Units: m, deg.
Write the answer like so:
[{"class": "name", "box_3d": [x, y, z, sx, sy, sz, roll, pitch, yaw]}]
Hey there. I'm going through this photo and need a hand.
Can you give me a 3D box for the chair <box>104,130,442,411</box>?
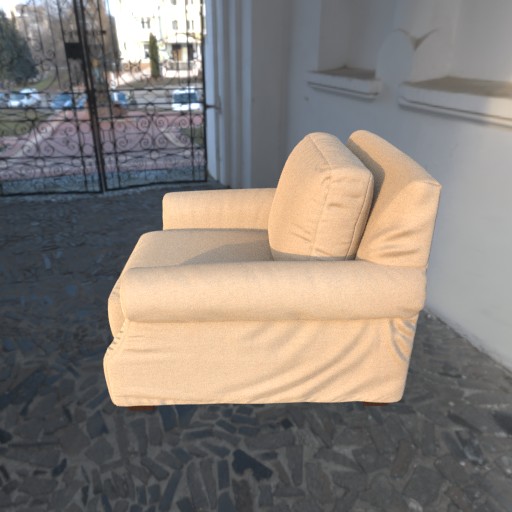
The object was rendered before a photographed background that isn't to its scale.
[{"class": "chair", "box_3d": [0.000, 0.000, 1.743, 1.066, 0.866, 0.940, -1, 26, -1]}]
